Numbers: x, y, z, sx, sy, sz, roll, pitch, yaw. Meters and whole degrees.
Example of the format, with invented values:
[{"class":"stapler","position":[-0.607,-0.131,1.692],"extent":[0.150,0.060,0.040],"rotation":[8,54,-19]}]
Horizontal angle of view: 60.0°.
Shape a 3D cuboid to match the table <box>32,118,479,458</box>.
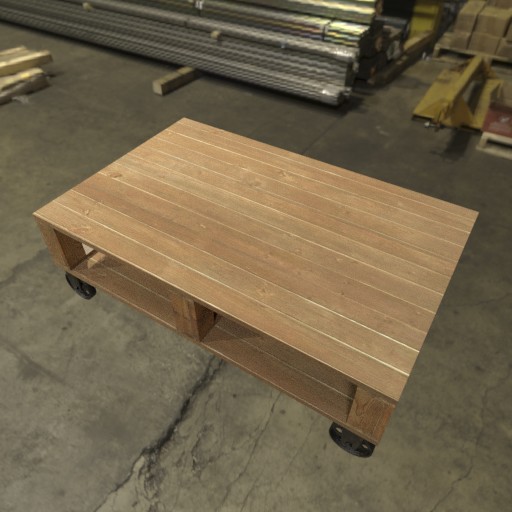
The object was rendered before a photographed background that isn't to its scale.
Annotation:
[{"class":"table","position":[0.000,0.000,1.670],"extent":[1.299,0.413,0.827],"rotation":[24,49,22]}]
